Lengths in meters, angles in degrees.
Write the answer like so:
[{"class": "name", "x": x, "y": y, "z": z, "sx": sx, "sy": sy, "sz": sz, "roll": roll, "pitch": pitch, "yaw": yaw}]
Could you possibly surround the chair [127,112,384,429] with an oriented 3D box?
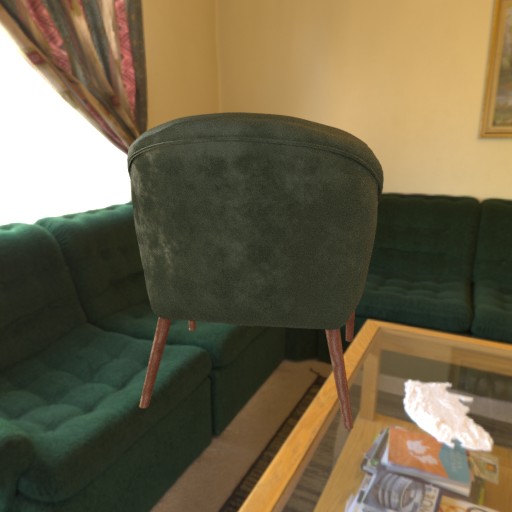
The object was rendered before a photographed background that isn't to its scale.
[{"class": "chair", "x": 0.000, "y": 0.000, "z": 1.496, "sx": 0.851, "sy": 0.885, "sz": 0.776, "roll": 2, "pitch": 15, "yaw": 9}]
